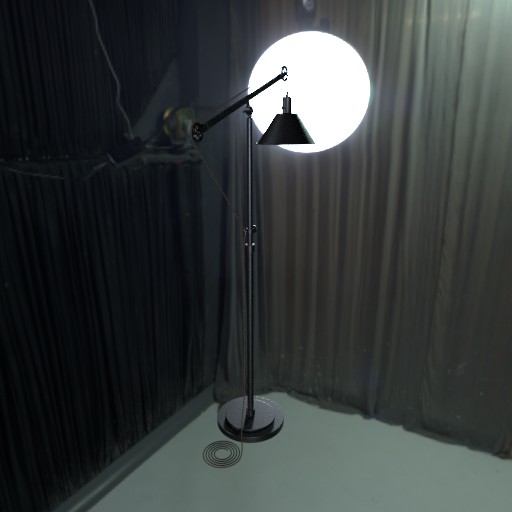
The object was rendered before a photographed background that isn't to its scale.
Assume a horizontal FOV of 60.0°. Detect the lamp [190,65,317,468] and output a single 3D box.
[{"bbox_3d":[0.000,0.000,1.963,0.319,1.626,0.904,8,18,27],"label":"lamp"}]
